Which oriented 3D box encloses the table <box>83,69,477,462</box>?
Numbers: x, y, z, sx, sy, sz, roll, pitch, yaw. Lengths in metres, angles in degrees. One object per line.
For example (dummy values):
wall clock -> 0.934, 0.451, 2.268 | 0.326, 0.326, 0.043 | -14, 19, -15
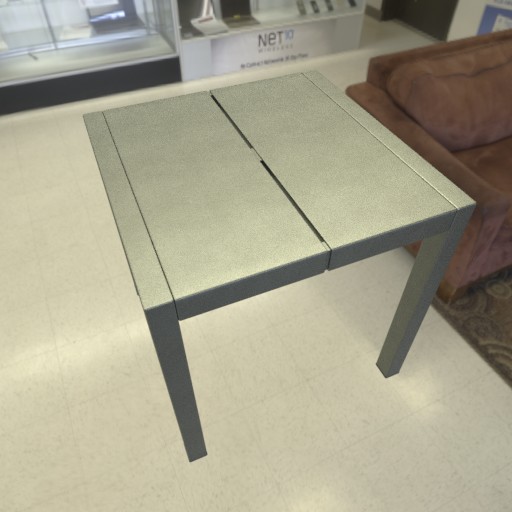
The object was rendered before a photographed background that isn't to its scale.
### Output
table -> 0.000, 0.000, 0.938 | 0.508, 0.508, 0.508 | -17, 49, -16
